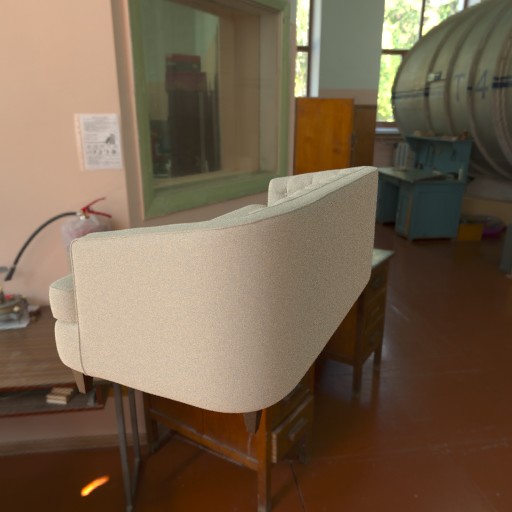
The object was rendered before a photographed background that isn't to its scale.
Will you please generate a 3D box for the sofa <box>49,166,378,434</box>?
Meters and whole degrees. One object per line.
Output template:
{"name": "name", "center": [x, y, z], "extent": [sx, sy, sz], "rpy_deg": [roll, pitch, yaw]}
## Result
{"name": "sofa", "center": [0.000, 0.000, 2.194], "extent": [0.941, 0.855, 1.733], "rpy_deg": [8, 19, 25]}
